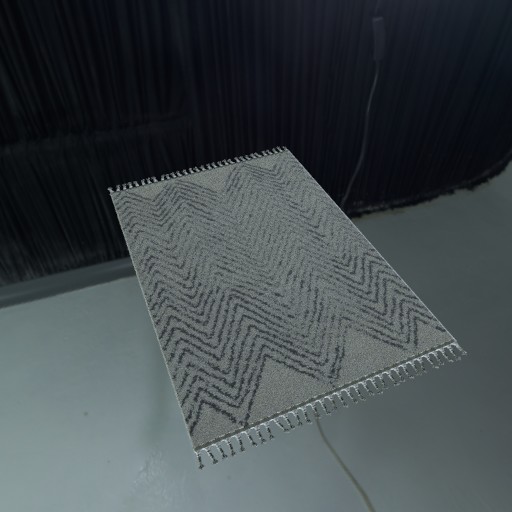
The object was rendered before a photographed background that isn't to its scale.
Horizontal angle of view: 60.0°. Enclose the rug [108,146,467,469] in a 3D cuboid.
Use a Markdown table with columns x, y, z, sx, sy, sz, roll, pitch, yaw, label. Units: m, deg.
| x | y | z | sx | sy | sz | roll | pitch | yaw | label |
| --- | --- | --- | --- | --- | --- | --- | --- | --- | --- |
| 0.000 | 0.000 | 2.347 | 1.230 | 0.014 | 1.847 | -17 | 48 | -16 | rug |
